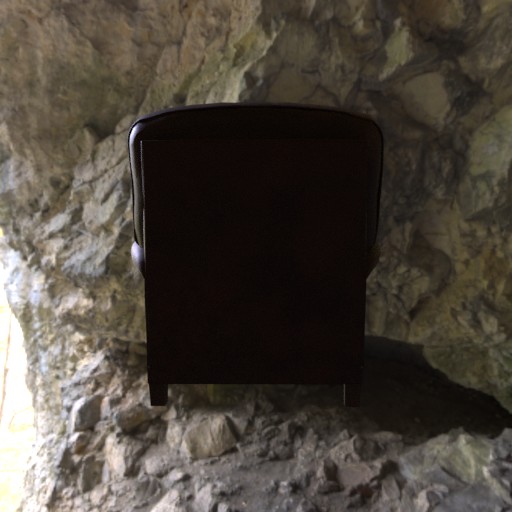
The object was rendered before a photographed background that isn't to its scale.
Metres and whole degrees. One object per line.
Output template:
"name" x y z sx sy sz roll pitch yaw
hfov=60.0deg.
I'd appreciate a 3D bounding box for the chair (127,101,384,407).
"chair" 0.000 0.000 1.799 0.936 1.018 0.986 0 0 0
